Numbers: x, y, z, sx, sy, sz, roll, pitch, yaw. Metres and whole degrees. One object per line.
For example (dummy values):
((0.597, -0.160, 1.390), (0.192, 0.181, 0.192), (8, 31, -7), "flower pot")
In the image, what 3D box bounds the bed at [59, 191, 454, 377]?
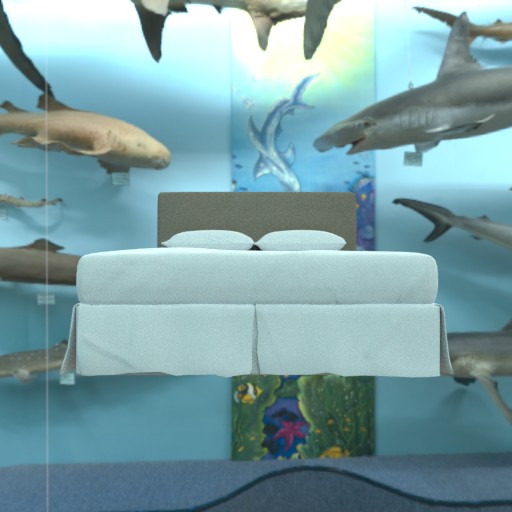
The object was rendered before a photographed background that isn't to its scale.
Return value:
((0.000, 0.000, 3.489), (2.119, 1.317, 2.341), (0, 0, 0), "bed")
